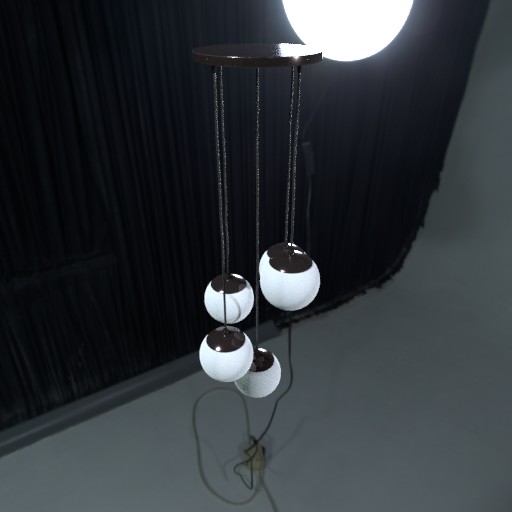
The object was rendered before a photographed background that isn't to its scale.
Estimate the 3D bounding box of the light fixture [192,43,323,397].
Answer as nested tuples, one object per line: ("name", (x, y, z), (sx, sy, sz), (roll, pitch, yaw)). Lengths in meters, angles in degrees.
("light fixture", (0.000, 0.000, 1.497), (0.484, 1.271, 0.489), (-19, 36, -30))
